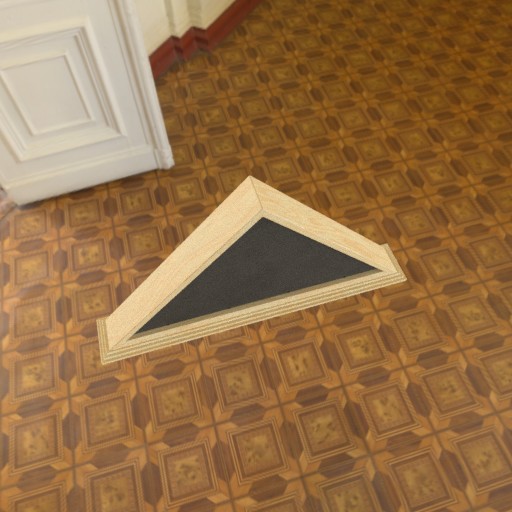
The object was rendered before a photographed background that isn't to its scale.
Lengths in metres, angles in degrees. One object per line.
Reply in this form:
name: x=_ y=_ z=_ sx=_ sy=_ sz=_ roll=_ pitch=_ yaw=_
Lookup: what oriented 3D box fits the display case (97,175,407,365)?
display case: x=0.000 y=0.000 z=0.776 sx=0.640 sy=0.340 sz=0.095 roll=-14 pitch=58 yaw=-9
